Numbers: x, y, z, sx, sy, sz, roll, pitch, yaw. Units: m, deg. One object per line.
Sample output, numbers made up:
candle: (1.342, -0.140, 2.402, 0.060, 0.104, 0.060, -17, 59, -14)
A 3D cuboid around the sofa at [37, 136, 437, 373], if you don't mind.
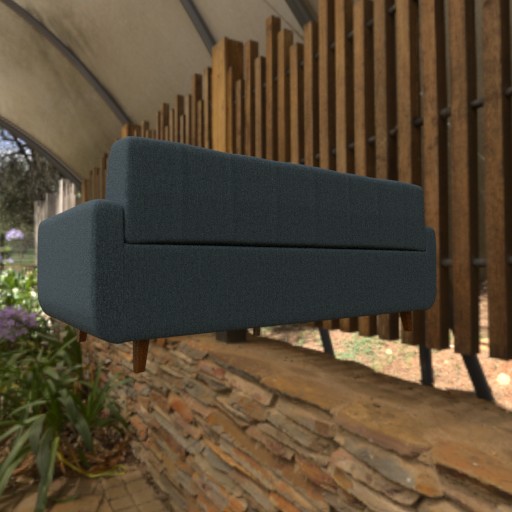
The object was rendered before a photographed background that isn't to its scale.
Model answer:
sofa: (0.000, 0.000, 2.465, 2.055, 0.884, 0.942, 1, -1, -36)
